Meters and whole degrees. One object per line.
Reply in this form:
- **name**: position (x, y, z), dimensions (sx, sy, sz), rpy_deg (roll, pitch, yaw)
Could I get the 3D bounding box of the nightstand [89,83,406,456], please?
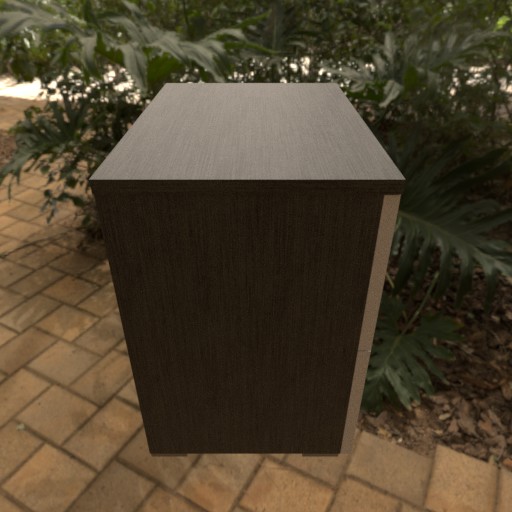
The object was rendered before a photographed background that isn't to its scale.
- **nightstand**: position (0.000, 0.000, 0.741), dimensions (0.325, 0.460, 0.441), rpy_deg (0, 33, 0)
